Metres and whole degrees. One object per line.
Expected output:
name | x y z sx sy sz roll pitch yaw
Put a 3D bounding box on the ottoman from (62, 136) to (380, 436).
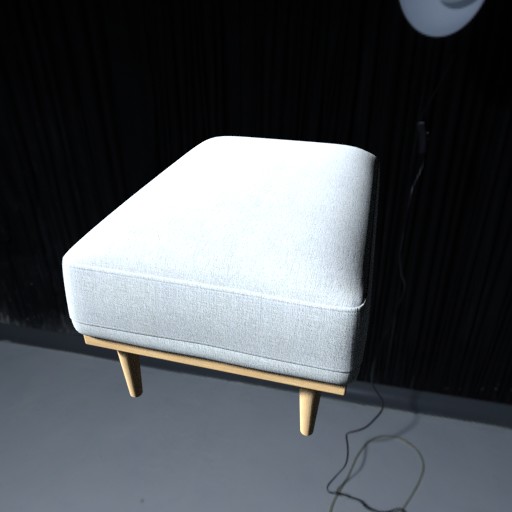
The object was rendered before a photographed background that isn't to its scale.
ottoman | 0.000 0.000 1.091 0.549 0.428 0.749 8 32 13
